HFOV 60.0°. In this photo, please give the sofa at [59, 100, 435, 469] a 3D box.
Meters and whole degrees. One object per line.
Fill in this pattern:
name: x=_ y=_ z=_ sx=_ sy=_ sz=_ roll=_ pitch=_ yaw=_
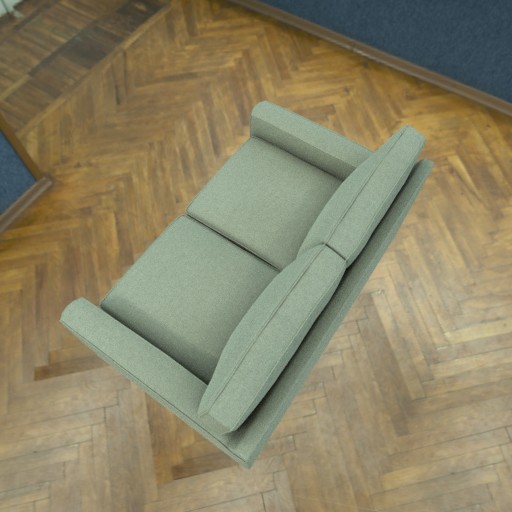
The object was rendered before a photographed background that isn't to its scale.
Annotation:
sofa: x=0.000 y=0.000 z=2.036 sx=0.940 sy=0.853 sz=1.484 roll=31 pitch=67 yaw=15
